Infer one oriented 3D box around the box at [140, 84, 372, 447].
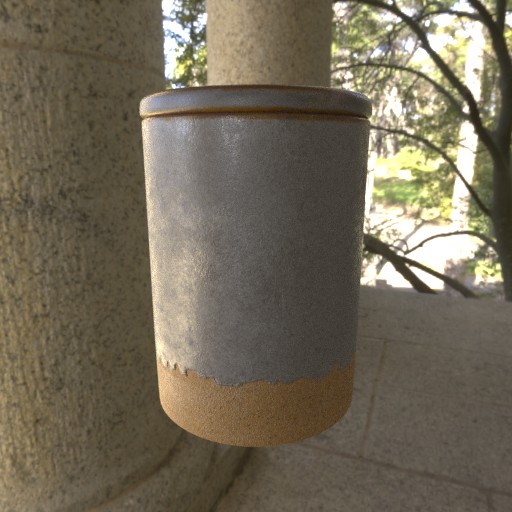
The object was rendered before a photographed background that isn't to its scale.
[{"bbox_3d":[0.000,0.000,0.250,0.118,0.168,0.118,0,13,0],"label":"box"}]
